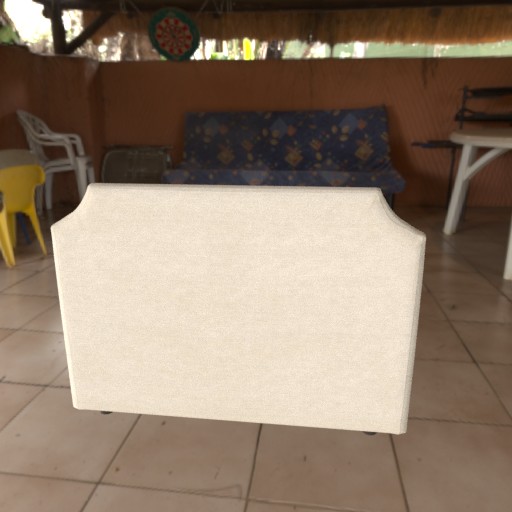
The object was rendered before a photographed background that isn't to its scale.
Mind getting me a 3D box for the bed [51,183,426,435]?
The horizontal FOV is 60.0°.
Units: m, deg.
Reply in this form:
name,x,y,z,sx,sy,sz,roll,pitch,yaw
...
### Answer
name,x,y,z,sx,sy,sz,roll,pitch,yaw
bed,0.000,0.000,3.230,1.828,1.297,2.164,2,17,7
